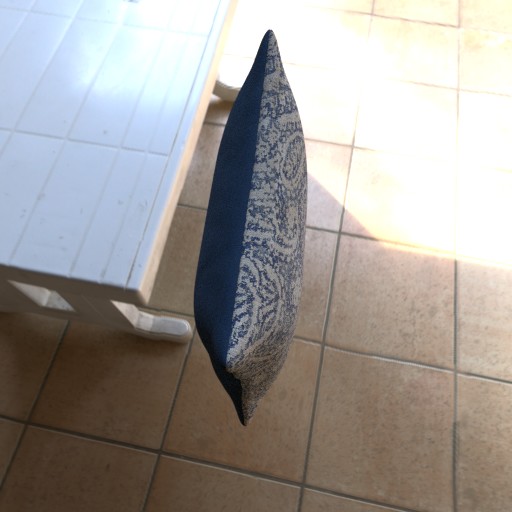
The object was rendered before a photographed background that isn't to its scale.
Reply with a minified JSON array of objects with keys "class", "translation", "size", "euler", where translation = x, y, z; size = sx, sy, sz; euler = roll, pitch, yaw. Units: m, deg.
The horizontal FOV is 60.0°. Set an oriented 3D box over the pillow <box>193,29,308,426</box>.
[{"class":"pillow","translation":[0.000,0.000,0.786],"size":[0.166,0.510,0.523],"euler":[5,64,3]}]
